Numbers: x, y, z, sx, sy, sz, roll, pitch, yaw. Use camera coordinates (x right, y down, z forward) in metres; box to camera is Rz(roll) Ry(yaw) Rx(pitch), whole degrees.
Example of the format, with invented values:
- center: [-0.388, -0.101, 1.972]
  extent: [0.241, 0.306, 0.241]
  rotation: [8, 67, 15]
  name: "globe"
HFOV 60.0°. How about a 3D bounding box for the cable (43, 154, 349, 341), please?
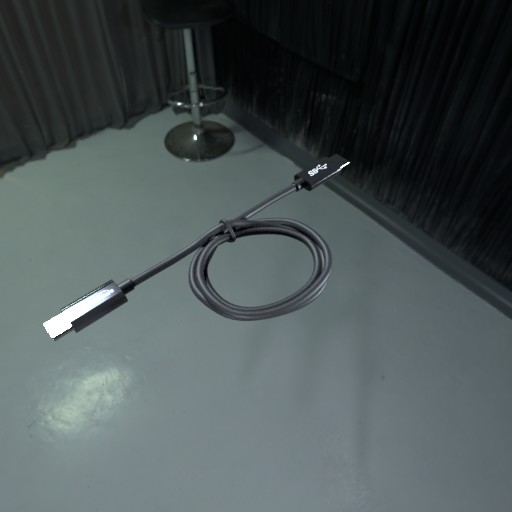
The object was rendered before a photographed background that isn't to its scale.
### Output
- center: [0.000, 0.000, 0.213]
  extent: [0.186, 0.014, 0.070]
  rotation: [-33, 57, -26]
  name: "cable"
